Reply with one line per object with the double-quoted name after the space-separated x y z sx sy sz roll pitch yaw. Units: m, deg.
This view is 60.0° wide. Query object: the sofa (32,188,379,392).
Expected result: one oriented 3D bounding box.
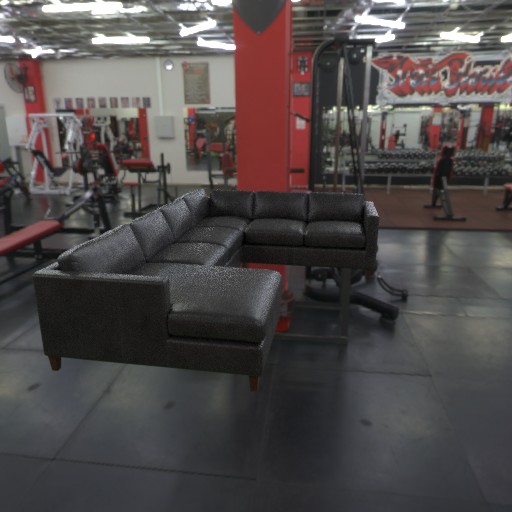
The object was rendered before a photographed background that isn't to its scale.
0.000 0.000 4.383 2.452 0.891 3.324 3 17 10 "sofa"
